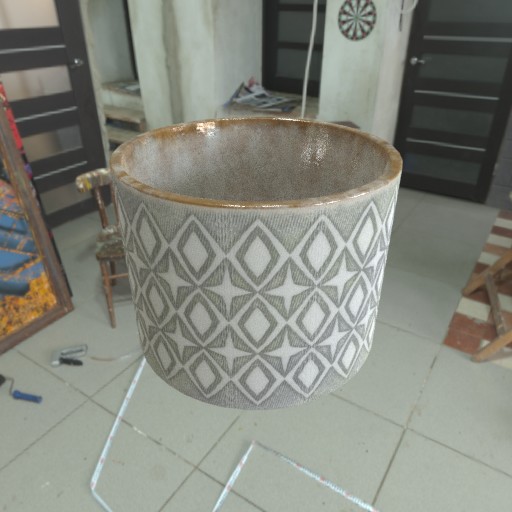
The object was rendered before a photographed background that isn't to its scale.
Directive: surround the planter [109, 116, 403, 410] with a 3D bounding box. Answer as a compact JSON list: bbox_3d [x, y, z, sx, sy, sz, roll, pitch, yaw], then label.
[{"bbox_3d":[0.000,0.000,0.455,0.255,0.223,0.255,0,30,0],"label":"planter"}]
